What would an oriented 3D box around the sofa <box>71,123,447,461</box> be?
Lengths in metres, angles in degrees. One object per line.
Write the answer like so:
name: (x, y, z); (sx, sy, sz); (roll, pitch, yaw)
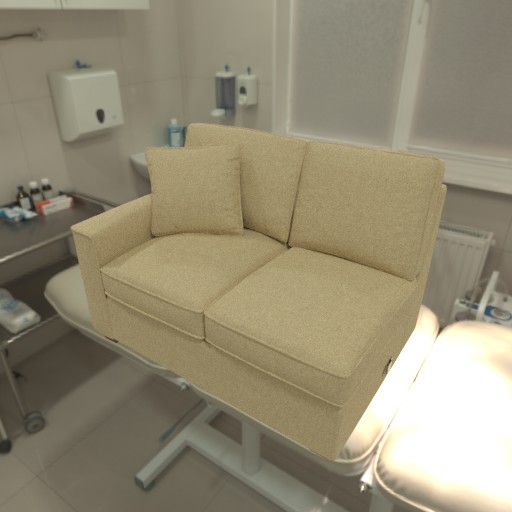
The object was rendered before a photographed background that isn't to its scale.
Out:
sofa: (0.000, 0.000, 2.056); (1.388, 0.989, 0.991); (18, 34, 30)
